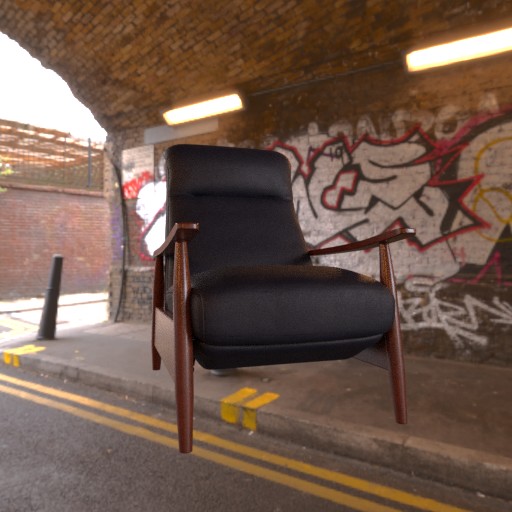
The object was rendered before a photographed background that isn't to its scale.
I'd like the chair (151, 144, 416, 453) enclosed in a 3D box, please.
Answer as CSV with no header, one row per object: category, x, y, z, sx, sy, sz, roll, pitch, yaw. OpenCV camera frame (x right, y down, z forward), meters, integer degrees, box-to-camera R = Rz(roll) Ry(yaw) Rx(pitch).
chair,0.000,0.000,1.777,0.762,1.082,1.014,0,0,-18
